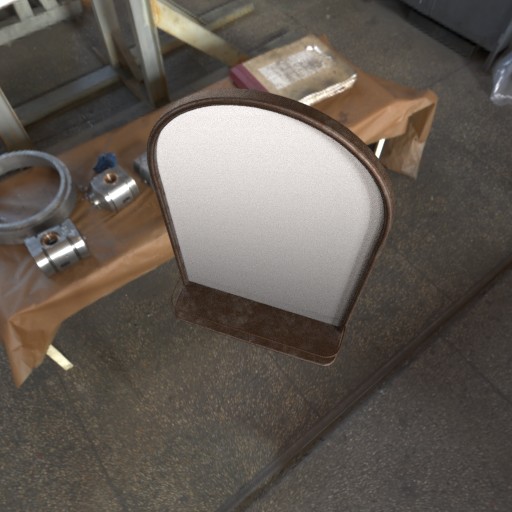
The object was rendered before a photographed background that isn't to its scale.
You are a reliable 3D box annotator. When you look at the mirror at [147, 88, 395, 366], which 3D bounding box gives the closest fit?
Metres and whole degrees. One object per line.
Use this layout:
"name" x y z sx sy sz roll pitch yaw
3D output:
"mirror" 0.000 0.000 0.987 0.510 0.770 0.137 16 60 10
